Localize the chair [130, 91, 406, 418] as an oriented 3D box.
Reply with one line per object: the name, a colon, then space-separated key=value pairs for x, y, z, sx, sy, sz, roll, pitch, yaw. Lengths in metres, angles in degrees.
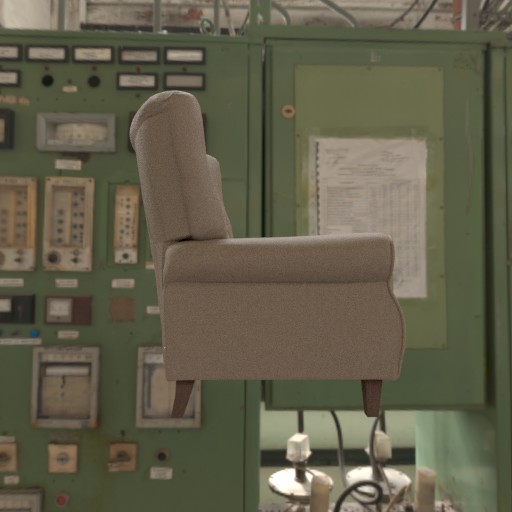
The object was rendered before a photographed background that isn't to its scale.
chair: x=0.000 y=0.000 z=1.912 sx=1.041 sy=1.138 sz=0.999 roll=0 pitch=-1 yaw=0
